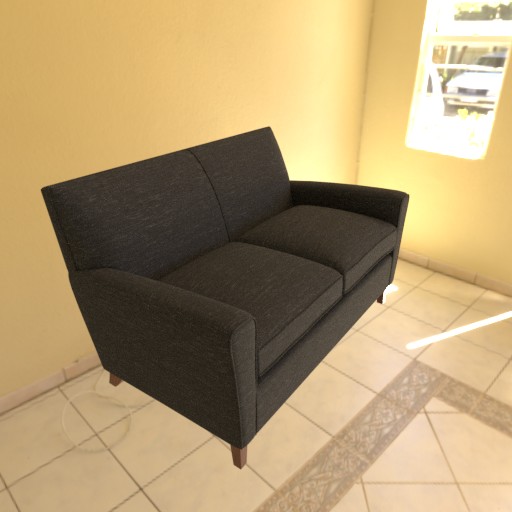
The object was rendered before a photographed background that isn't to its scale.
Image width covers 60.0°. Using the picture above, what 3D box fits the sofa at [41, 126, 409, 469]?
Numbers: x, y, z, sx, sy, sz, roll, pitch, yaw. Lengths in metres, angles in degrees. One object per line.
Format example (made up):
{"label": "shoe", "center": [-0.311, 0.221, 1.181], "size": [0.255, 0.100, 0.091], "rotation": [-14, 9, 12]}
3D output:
{"label": "sofa", "center": [0.000, 0.000, 1.972], "size": [0.875, 0.846, 1.420], "rotation": [18, 32, 32]}
